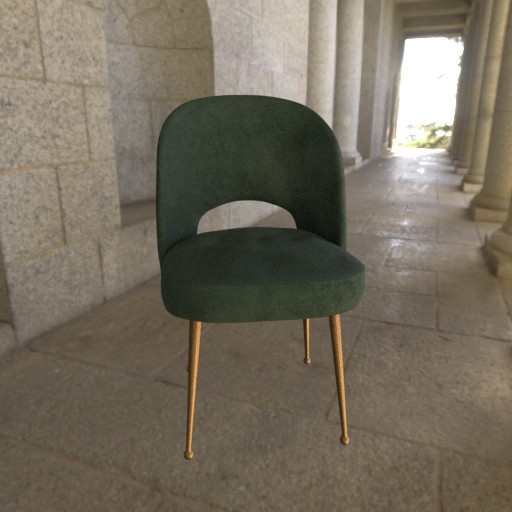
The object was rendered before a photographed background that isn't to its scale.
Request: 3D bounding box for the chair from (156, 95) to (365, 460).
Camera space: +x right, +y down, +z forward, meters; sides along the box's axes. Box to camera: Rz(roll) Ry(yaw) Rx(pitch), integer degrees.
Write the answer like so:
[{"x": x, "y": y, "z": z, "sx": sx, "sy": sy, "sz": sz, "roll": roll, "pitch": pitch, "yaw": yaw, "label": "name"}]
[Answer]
[{"x": 0.000, "y": 0.000, "z": 1.211, "sx": 0.527, "sy": 0.860, "sz": 0.577, "roll": -2, "pitch": 17, "yaw": -7, "label": "chair"}]
